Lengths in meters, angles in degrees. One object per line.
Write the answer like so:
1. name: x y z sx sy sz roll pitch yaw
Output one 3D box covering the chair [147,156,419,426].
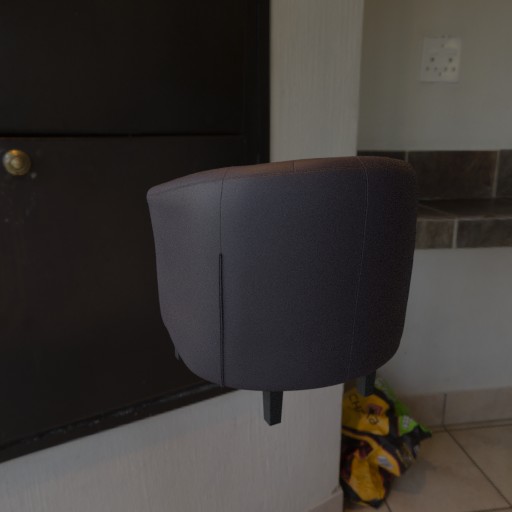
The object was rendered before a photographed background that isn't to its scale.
1. chair: 0.000 0.000 1.657 0.763 0.760 1.191 -7 16 -25
